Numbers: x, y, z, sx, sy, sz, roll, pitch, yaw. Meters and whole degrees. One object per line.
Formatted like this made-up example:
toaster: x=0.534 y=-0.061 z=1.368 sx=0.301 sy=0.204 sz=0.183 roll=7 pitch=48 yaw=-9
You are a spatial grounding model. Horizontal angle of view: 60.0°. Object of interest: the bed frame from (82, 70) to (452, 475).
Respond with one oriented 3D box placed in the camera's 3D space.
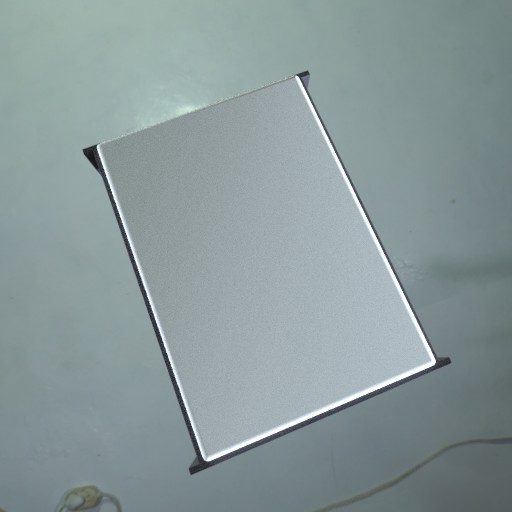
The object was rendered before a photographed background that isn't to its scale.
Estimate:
bed frame: x=0.000 y=0.000 z=2.671 sx=1.490 sy=0.432 sz=1.950 roll=-21 pitch=77 yaw=-5
